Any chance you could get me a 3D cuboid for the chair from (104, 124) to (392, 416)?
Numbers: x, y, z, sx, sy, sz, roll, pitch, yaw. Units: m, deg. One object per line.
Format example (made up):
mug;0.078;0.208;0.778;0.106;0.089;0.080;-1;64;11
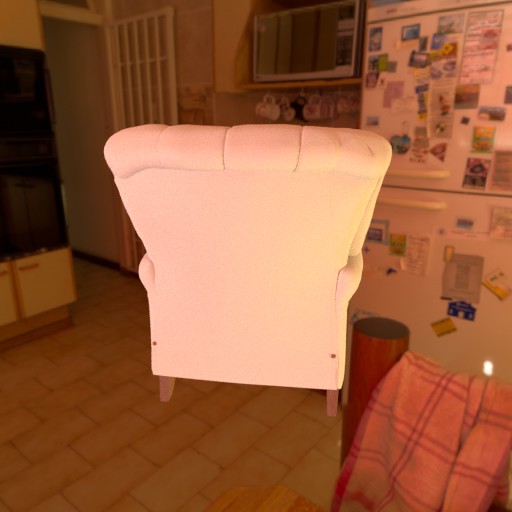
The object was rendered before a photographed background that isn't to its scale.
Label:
chair;0.000;0.000;2.125;1.090;1.217;1.128;2;17;8
